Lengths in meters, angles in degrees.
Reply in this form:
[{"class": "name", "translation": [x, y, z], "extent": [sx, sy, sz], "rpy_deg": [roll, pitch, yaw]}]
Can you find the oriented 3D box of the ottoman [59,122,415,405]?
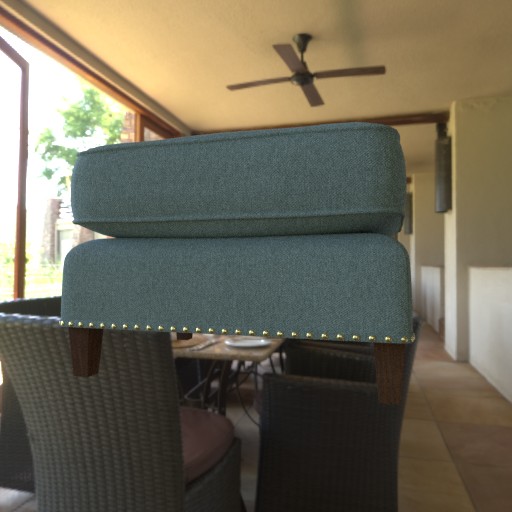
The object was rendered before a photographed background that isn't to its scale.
[{"class": "ottoman", "translation": [0.000, 0.000, 1.128], "extent": [0.738, 0.537, 0.589], "rpy_deg": [0, -1, 17]}]
